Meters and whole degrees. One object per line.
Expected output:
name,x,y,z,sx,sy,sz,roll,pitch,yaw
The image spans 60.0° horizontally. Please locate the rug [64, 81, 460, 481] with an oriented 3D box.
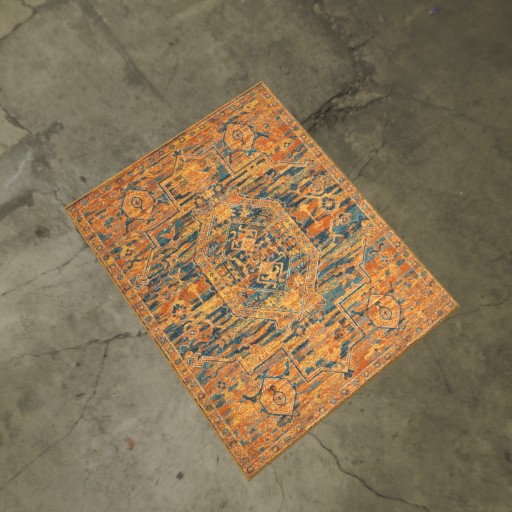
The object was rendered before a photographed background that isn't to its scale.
rug,0.000,0.000,4.209,2.435,0.031,3.040,-36,77,-9
